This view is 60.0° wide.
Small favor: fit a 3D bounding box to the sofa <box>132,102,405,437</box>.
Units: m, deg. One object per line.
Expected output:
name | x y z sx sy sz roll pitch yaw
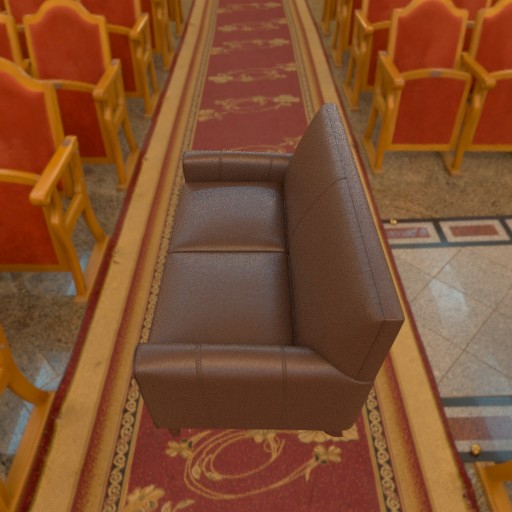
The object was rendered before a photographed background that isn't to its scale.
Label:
sofa | 0.000 0.000 2.073 0.853 0.859 1.468 0 42 0
